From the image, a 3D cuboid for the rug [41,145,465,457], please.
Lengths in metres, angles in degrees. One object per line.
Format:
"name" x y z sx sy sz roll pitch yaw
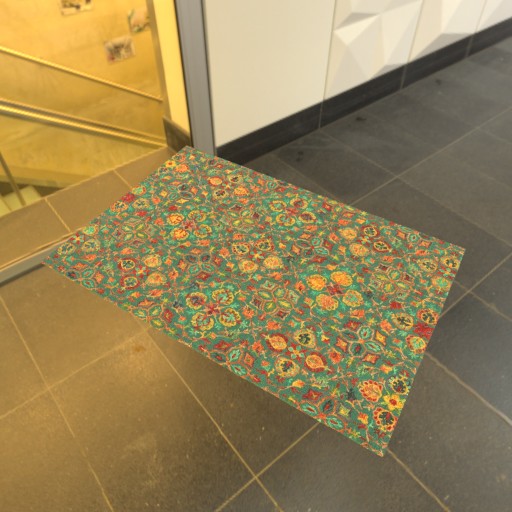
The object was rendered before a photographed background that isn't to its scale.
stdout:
"rug" 0.000 0.000 2.865 2.290 0.016 1.527 24 52 21
